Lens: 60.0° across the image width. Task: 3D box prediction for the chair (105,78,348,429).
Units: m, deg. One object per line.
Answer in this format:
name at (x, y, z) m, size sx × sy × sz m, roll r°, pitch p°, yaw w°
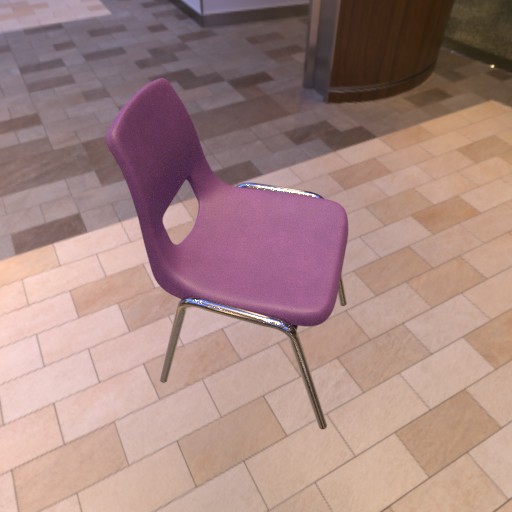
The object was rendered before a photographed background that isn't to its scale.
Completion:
chair at (0.000, 0.000, 0.935) m, size 0.432 × 0.654 × 0.381 m, roll 11°, pitch 48°, yaw 10°
